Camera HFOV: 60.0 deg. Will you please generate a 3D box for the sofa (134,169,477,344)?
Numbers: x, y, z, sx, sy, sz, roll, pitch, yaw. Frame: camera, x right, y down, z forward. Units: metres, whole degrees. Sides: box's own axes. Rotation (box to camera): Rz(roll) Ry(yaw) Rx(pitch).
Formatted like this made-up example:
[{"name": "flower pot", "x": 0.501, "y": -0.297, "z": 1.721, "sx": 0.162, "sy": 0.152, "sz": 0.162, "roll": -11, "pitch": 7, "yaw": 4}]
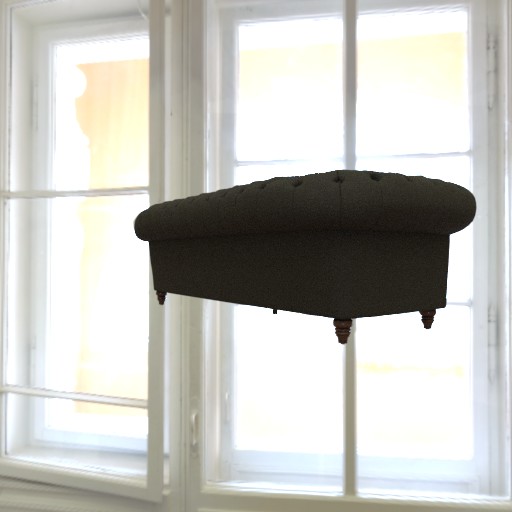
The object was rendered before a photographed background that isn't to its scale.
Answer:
[{"name": "sofa", "x": 0.000, "y": 0.000, "z": 2.803, "sx": 0.991, "sy": 0.762, "sz": 2.362, "roll": 0, "pitch": 0, "yaw": -36}]
